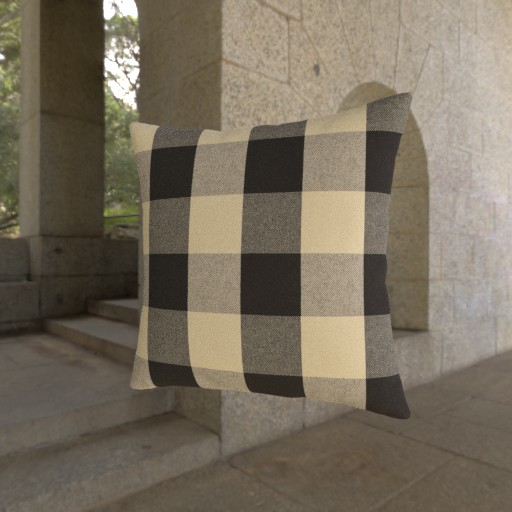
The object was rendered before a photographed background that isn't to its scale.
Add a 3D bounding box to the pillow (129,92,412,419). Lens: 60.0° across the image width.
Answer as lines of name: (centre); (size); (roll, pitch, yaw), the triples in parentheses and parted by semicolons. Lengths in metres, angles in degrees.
pillow: (0.000, 0.000, 0.770); (0.511, 0.509, 0.161); (0, 0, 19)
